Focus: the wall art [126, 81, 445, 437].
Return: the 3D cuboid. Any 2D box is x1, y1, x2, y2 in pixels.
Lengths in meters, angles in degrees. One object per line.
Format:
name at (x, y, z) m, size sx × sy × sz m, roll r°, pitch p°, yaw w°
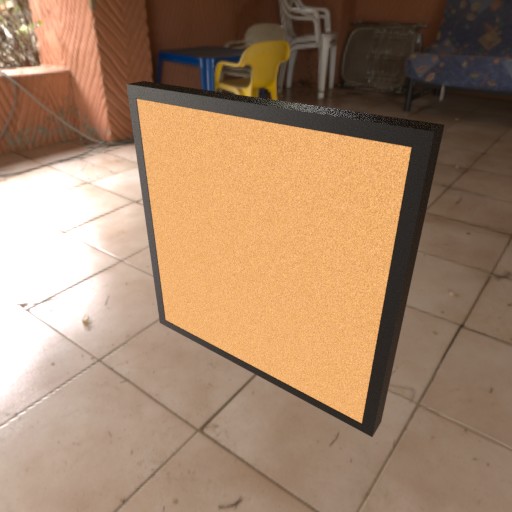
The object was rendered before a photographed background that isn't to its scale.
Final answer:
wall art at (0.000, 0.000, 0.750) m, size 0.506 × 0.506 × 0.038 m, roll 20°, pitch 36°, yaw 31°
